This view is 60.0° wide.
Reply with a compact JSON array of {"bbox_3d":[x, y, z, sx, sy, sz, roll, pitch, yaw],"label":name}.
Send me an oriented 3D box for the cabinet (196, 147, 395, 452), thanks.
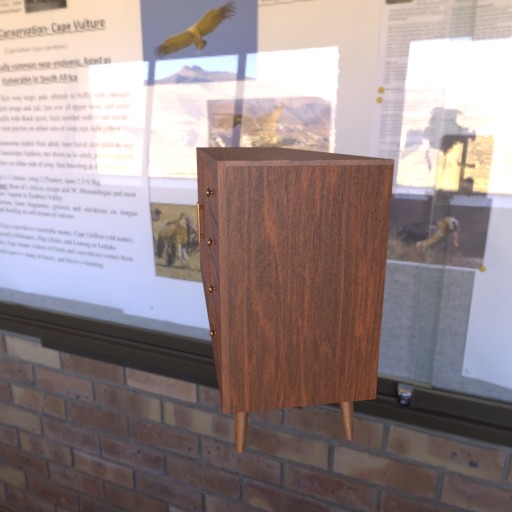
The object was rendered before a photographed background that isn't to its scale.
[{"bbox_3d":[0.000,0.000,2.039,0.505,0.940,1.575,-2,15,-9],"label":"cabinet"}]
